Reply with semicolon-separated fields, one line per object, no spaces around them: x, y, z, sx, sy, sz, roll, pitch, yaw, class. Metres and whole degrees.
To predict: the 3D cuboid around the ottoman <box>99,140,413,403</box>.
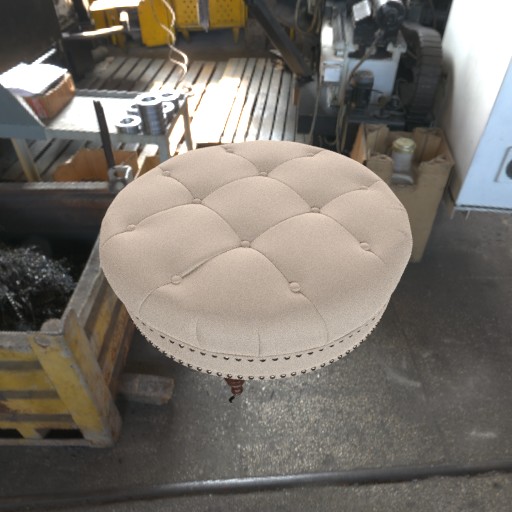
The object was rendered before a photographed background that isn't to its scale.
0.000;0.000;1.407;0.901;0.439;0.901;0;42;0;ottoman
